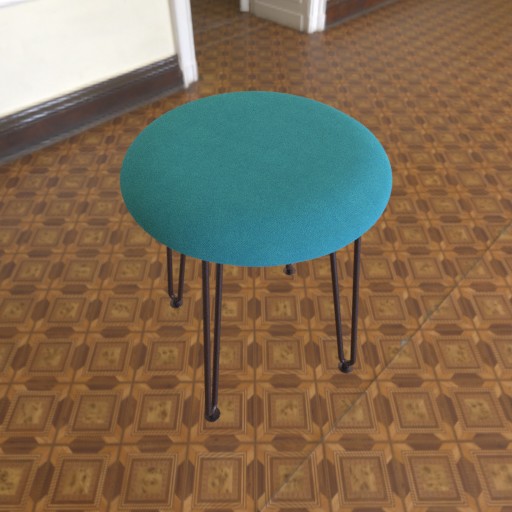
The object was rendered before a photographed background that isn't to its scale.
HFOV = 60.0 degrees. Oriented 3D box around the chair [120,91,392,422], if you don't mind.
[{"bbox_3d":[0.000,0.000,0.706,0.350,0.430,0.350,-25,51,-22],"label":"chair"}]
